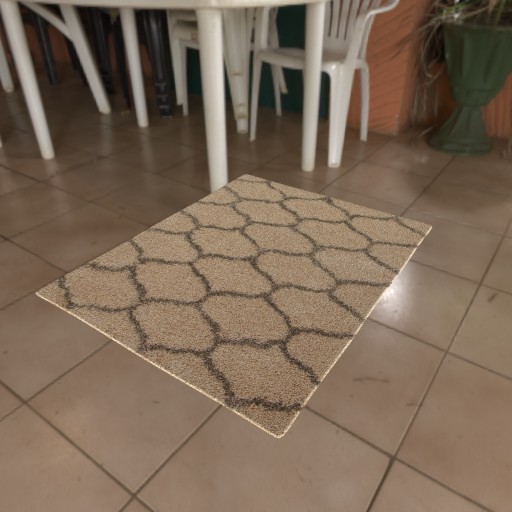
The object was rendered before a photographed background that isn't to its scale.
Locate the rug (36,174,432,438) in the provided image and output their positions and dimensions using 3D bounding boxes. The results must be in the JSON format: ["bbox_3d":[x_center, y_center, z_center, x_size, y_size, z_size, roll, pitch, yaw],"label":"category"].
[{"bbox_3d":[0.000,0.000,4.135,2.399,0.026,3.000,21,39,28],"label":"rug"}]
